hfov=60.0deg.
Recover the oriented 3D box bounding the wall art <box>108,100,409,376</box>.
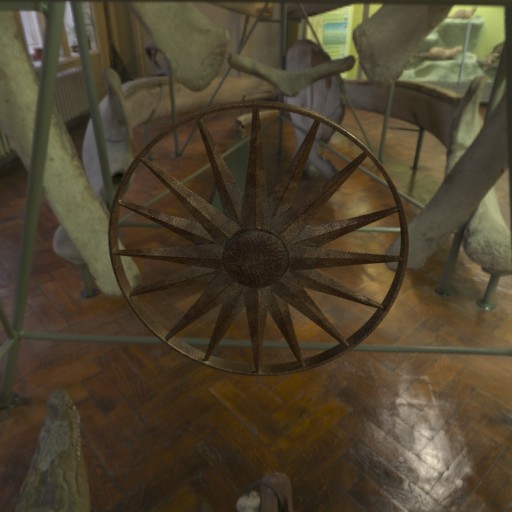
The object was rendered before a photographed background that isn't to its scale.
[{"bbox_3d":[0.000,0.000,0.879,0.582,0.583,0.084,2,31,3],"label":"wall art"}]
